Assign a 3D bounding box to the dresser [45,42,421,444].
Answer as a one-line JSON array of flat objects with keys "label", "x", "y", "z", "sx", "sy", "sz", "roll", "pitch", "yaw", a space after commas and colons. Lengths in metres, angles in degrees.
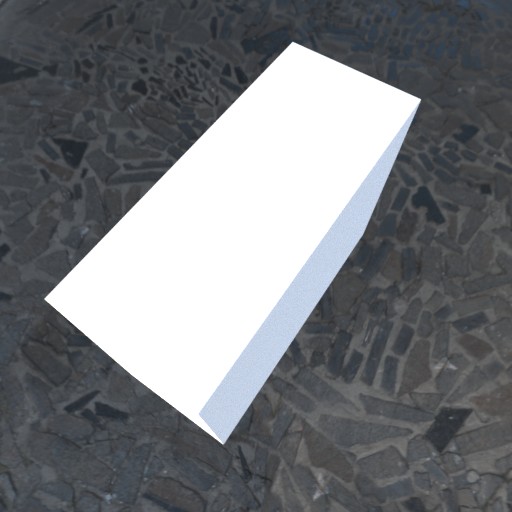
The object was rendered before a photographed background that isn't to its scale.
[{"label": "dresser", "x": 0.000, "y": 0.000, "z": 1.561, "sx": 0.460, "sy": 0.820, "sz": 1.100, "roll": 31, "pitch": 67, "yaw": 15}]
